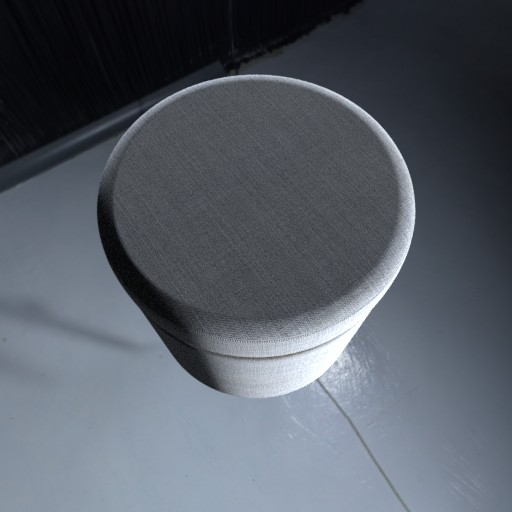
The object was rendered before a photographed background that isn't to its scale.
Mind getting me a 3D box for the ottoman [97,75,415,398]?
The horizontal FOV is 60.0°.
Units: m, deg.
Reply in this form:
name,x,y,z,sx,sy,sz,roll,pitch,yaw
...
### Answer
name,x,y,z,sx,sy,sz,roll,pitch,yaw
ottoman,0.000,0.000,0.727,0.400,0.406,0.400,0,64,0
